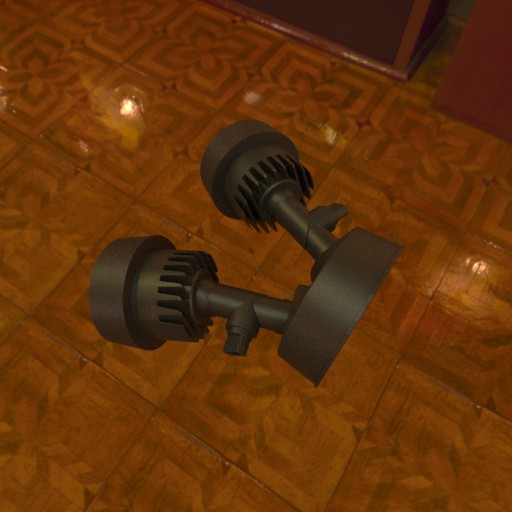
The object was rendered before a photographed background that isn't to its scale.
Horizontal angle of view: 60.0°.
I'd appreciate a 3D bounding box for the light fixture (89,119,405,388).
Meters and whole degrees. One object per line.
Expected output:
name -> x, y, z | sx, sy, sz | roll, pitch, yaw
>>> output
light fixture -> 0.000, 0.000, 0.318 | 0.168, 0.120, 0.213 | 32, 67, 16
